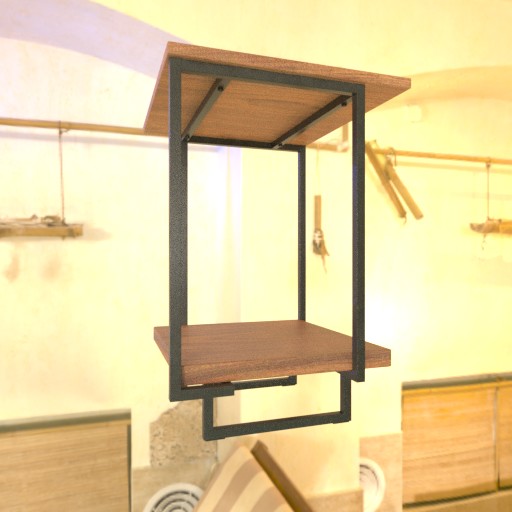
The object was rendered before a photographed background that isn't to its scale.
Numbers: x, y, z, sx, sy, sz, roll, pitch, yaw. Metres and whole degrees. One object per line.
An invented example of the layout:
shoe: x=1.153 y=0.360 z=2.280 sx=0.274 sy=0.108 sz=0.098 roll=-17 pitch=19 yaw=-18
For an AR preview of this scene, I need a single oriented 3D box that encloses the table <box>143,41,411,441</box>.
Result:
table: x=0.000 y=0.000 z=0.839 sx=0.384 sy=0.567 sz=0.411 roll=0 pitch=0 yaw=-19
